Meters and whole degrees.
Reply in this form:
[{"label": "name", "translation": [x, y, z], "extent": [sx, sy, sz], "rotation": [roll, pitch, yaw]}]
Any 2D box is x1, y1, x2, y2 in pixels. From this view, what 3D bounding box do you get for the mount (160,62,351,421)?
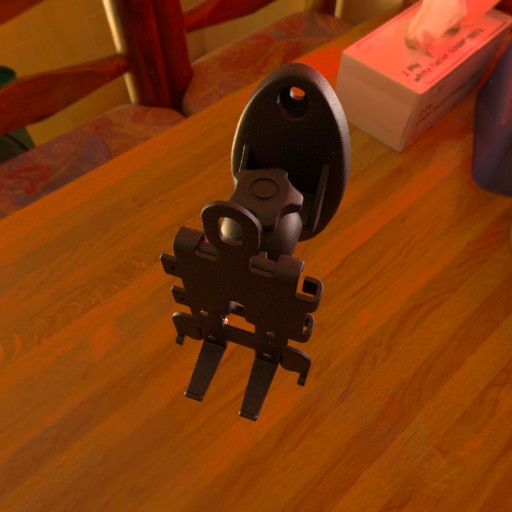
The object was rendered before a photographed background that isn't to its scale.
[{"label": "mount", "translation": [0.000, 0.000, 0.178], "extent": [0.066, 0.118, 0.100], "rotation": [16, 59, 10]}]
